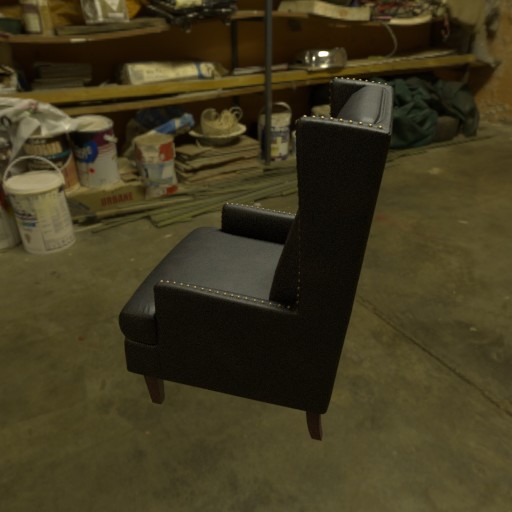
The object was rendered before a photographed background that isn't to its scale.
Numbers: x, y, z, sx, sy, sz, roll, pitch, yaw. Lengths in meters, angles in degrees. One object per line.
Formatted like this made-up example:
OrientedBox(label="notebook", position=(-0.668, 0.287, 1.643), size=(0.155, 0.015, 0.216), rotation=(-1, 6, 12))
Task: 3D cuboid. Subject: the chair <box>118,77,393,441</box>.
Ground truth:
OrientedBox(label="chair", position=(0.000, 0.000, 1.603), size=(0.799, 1.142, 0.703), rotation=(8, 30, 13))
